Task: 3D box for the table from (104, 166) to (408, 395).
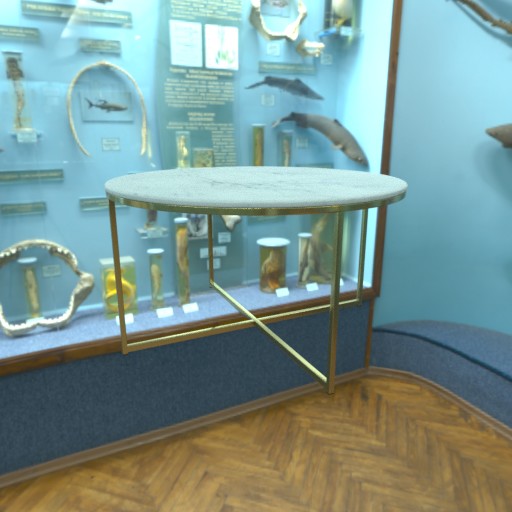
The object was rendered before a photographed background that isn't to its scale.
[{"bbox_3d":[0.000,0.000,1.290,0.800,0.450,0.800,0,16,0],"label":"table"}]
